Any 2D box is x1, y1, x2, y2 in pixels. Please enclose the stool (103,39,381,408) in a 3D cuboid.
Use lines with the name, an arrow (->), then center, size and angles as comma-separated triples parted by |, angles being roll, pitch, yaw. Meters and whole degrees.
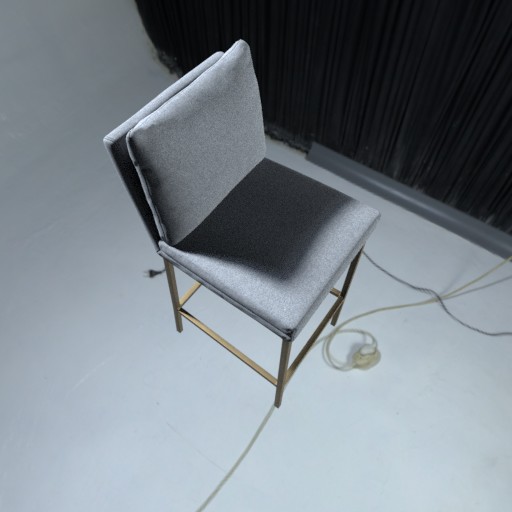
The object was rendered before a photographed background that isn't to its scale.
stool -> 0.000, 0.000, 1.425 | 0.569, 1.130, 0.463 | 31, 62, 19
